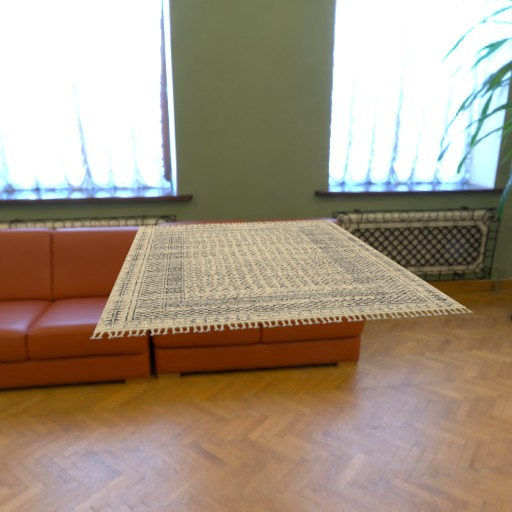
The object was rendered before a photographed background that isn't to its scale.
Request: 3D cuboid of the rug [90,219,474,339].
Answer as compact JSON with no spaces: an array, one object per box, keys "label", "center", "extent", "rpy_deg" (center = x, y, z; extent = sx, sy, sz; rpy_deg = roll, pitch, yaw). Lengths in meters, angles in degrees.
[{"label":"rug","center":[0.000,0.000,3.976],"extent":[2.312,0.013,2.940],"rpy_deg":[-3,16,-9]}]
